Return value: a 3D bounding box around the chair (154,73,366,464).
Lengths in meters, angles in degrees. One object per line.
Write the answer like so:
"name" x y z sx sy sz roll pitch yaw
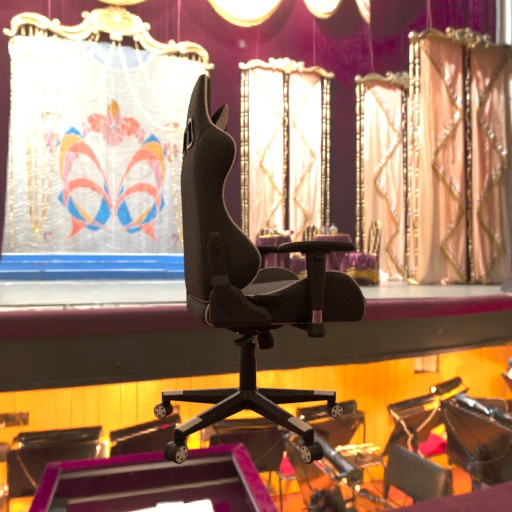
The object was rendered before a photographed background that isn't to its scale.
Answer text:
"chair" 0.000 0.000 1.617 0.700 1.240 0.700 0 0 -17
